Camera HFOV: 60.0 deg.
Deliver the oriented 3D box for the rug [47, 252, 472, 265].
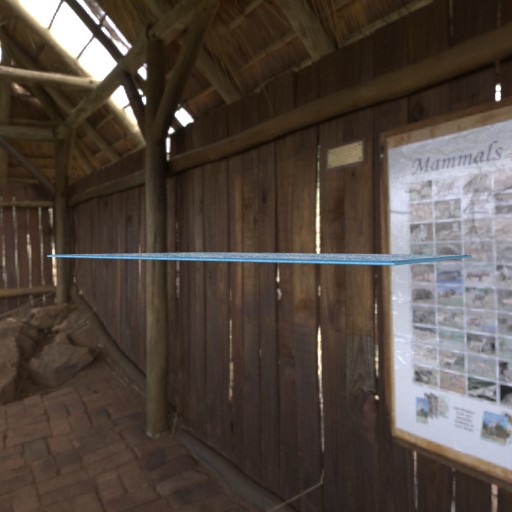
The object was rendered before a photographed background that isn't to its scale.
[{"bbox_3d":[0.000,0.000,3.456,2.769,0.018,1.830,1,1,35],"label":"rug"}]
